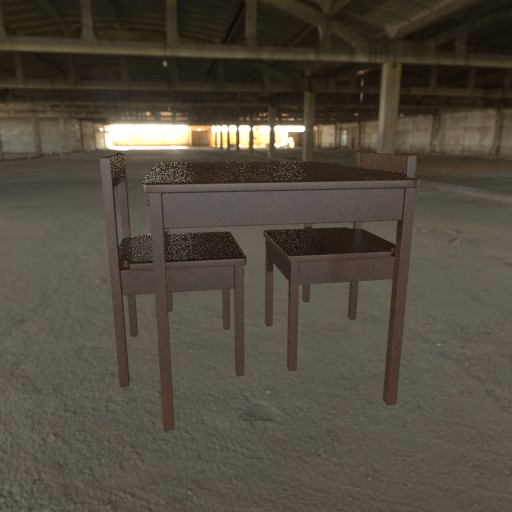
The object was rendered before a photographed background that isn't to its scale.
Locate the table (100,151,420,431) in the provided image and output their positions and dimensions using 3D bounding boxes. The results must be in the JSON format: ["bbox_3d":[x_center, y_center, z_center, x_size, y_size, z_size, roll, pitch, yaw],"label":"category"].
[{"bbox_3d":[0.000,0.000,1.117,0.672,0.503,0.650,-3,15,-10],"label":"table"}]
